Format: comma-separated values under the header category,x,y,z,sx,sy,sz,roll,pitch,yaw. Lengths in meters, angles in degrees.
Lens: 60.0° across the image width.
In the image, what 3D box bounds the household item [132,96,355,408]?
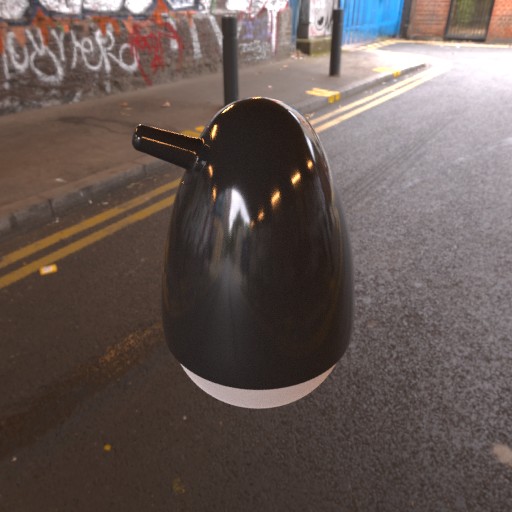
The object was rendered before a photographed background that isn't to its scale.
category,x,y,z,sx,sy,sz,roll,pitch,yaw
household item,0.000,0.000,0.222,0.104,0.152,0.102,-8,31,-14
